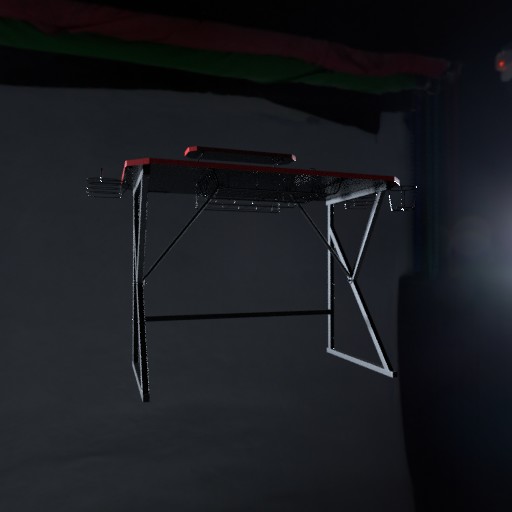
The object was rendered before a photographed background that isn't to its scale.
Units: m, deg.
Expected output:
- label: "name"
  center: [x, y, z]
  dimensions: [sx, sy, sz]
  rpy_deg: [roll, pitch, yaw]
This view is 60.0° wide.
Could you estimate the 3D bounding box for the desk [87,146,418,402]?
- label: "desk"
  center: [0.000, 0.000, 1.778]
  dimensions: [1.280, 0.913, 0.588]
  rpy_deg: [0, -1, -19]
